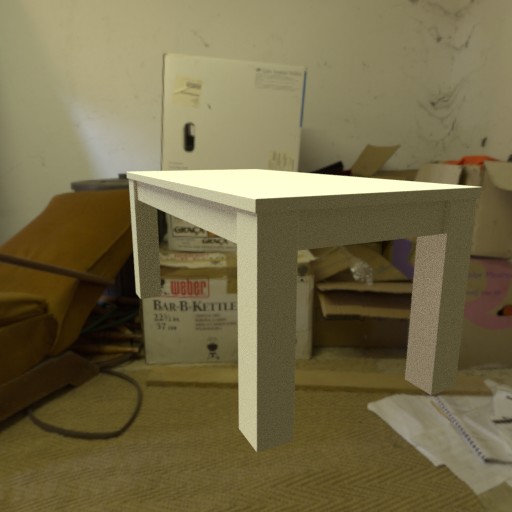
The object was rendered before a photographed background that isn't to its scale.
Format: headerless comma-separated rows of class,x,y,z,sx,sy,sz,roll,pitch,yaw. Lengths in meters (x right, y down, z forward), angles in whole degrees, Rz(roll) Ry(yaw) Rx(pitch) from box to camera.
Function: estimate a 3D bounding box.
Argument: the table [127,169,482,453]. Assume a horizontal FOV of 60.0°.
table,0.000,0.000,2.253,0.900,0.790,1.800,-7,15,-26
